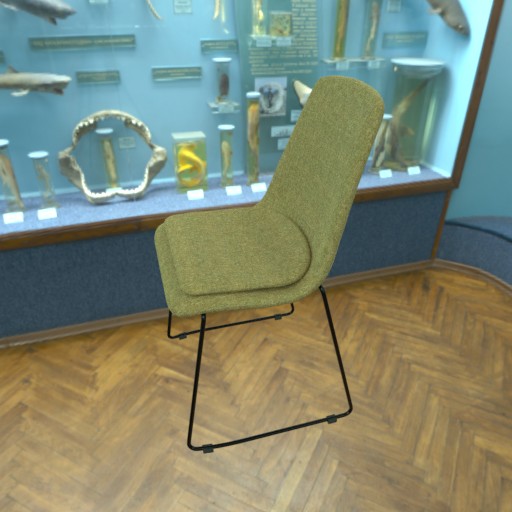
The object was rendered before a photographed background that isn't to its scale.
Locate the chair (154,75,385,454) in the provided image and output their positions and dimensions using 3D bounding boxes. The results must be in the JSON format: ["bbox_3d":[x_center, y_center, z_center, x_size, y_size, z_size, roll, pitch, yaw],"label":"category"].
[{"bbox_3d":[0.000,0.000,1.161,0.496,0.849,0.479,-9,32,-14],"label":"chair"}]
